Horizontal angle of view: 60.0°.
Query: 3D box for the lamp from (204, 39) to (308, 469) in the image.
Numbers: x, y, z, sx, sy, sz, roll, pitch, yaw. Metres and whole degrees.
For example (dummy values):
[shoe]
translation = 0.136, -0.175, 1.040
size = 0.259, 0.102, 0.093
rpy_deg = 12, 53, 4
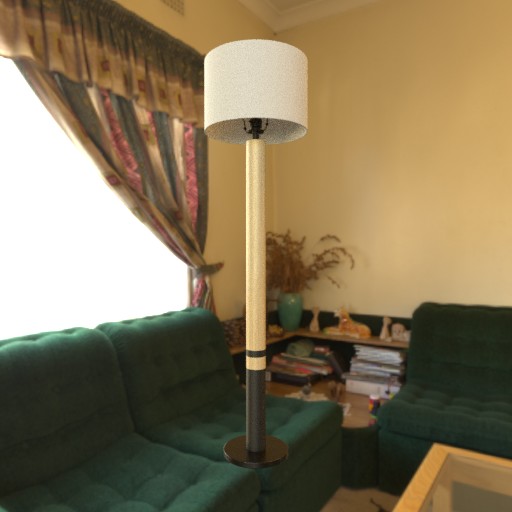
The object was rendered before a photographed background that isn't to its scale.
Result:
[lamp]
translation = 0.000, 0.000, 1.656
size = 0.381, 1.478, 0.381
rpy_deg = 0, 1, 16
